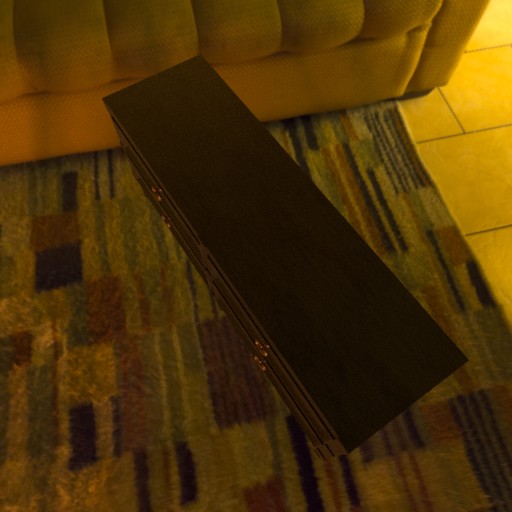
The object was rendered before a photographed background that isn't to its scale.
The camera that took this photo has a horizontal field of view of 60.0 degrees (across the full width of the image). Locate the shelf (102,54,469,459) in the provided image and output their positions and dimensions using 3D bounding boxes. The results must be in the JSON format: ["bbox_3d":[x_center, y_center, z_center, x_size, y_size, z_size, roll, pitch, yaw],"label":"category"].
[{"bbox_3d":[0.000,0.000,1.873,0.479,0.719,1.575,-31,68,-14],"label":"shelf"}]
